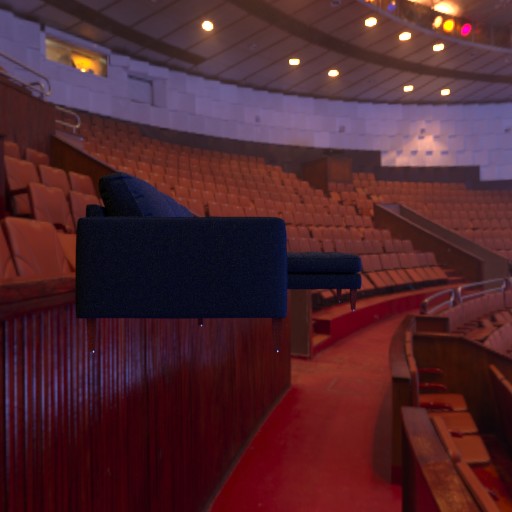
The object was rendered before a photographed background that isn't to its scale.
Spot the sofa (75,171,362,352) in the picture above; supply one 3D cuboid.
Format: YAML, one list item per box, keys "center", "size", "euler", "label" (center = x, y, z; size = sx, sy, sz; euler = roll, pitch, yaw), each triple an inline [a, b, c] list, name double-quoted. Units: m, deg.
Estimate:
- center: [0.000, 0.000, 3.026]
  size: [1.613, 0.841, 2.185]
  euler: [0, 1, -1]
  label: "sofa"
